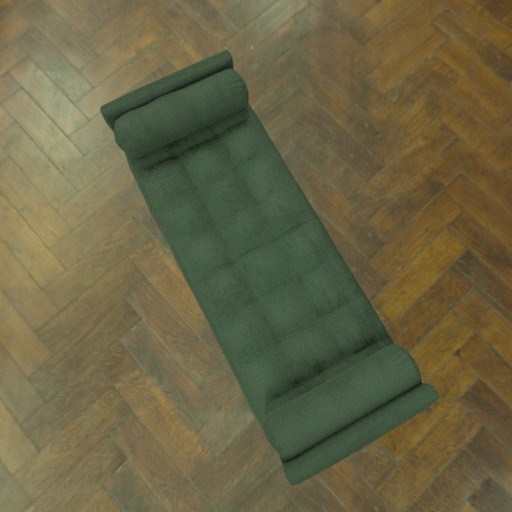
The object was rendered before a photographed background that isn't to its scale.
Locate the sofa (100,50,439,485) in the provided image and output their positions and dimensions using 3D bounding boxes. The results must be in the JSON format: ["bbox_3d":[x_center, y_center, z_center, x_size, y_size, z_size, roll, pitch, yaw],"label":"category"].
[{"bbox_3d":[0.000,0.000,2.474,0.817,0.681,2.130,-27,77,-7],"label":"sofa"}]
